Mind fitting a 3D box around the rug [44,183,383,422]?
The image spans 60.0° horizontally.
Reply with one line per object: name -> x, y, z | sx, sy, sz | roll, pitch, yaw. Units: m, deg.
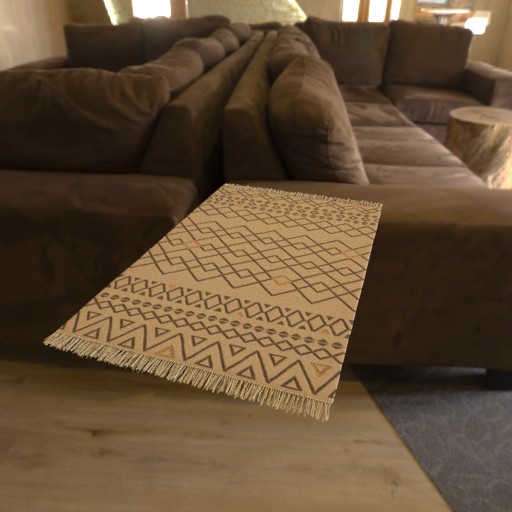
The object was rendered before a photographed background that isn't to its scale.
rug -> 0.000, 0.000, 2.519 | 1.224, 0.028, 2.023 | 10, 31, 17
